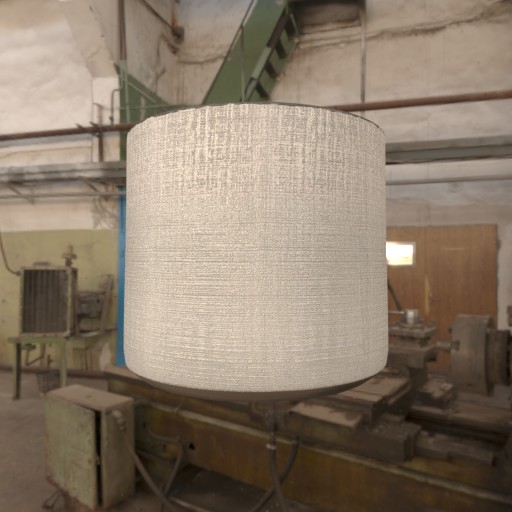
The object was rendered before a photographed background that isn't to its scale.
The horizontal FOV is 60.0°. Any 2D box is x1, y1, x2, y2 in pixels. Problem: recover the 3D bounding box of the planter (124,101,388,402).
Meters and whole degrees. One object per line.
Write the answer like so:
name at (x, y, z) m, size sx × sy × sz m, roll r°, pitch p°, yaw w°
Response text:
planter at (0.000, 0.000, 0.220) m, size 0.125 × 0.112 × 0.125 m, roll 0°, pitch 0°, yaw 0°
